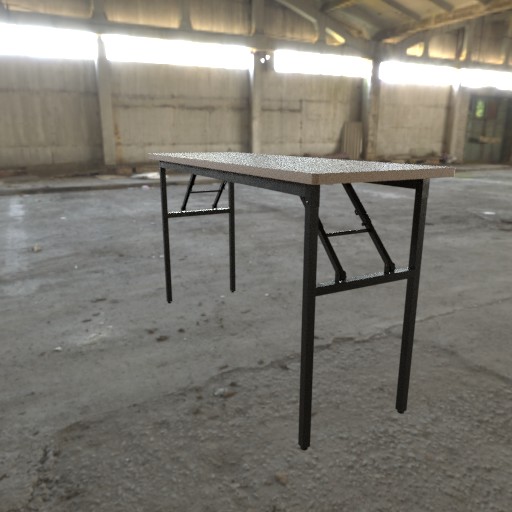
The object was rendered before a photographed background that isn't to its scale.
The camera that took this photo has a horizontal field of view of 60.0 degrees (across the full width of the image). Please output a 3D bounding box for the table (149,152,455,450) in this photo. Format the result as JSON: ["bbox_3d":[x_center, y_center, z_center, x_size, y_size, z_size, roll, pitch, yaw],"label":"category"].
[{"bbox_3d":[0.000,0.000,1.741,0.447,0.750,1.397,-8,17,-27],"label":"table"}]
